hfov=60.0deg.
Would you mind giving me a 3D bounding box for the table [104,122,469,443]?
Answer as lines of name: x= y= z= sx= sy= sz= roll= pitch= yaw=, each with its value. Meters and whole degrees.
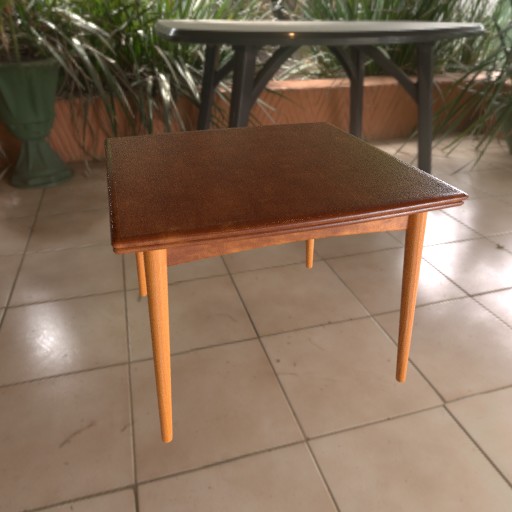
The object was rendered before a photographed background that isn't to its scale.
table: x=0.000 y=0.000 z=1.714 sx=0.991 sy=0.754 sz=0.991 roll=-9 pitch=31 yaw=-15
